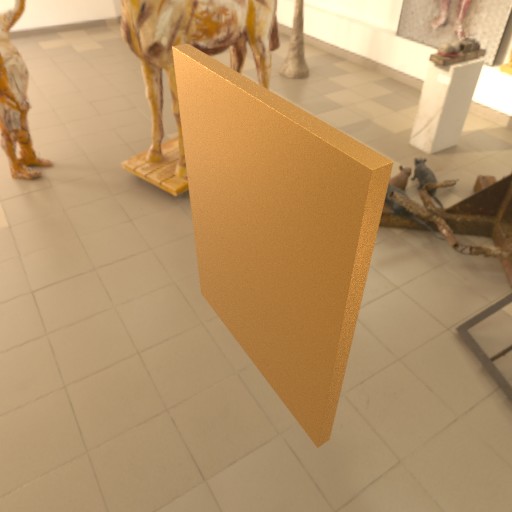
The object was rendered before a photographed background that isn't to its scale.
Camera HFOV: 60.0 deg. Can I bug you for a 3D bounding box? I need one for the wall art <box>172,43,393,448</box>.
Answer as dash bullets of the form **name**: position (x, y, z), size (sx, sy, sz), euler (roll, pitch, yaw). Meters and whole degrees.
- **wall art**: position (0.000, 0.000, 1.016), size (0.038, 0.762, 0.610), euler (-23, 46, -24)
